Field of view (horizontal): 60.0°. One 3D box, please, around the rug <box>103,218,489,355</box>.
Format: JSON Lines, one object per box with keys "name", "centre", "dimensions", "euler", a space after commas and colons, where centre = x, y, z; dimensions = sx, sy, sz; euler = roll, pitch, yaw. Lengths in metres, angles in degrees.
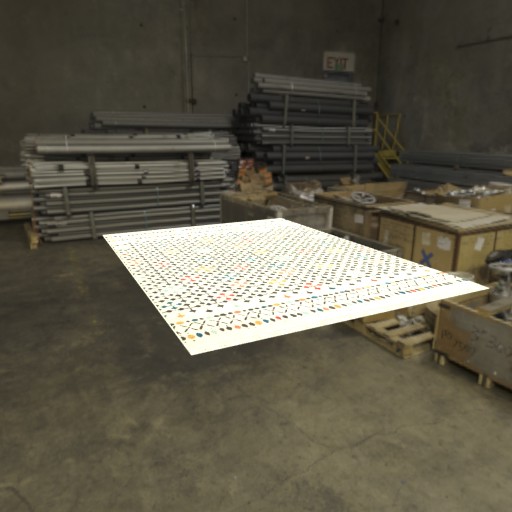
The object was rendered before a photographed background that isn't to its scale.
{"name": "rug", "centre": [0.000, 0.000, 2.058], "dimensions": [1.146, 0.006, 1.556], "euler": [-8, 17, -25]}
